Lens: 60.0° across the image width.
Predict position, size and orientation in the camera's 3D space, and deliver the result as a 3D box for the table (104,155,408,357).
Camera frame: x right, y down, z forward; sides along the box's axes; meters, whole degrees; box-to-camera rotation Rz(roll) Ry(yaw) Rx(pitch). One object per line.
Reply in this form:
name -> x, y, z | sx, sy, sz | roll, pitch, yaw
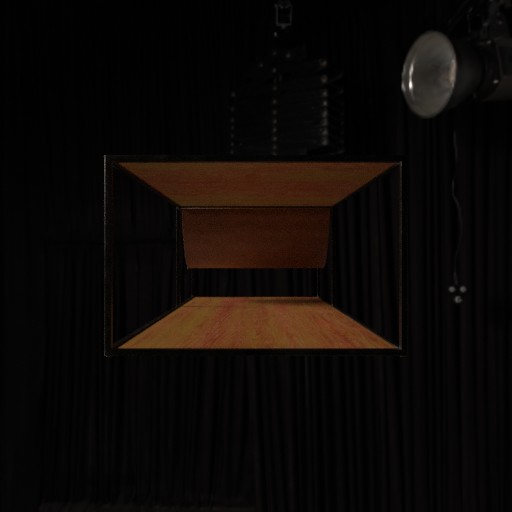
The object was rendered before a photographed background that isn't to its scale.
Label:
table -> 0.000, 0.000, 1.473 | 0.597, 0.403, 1.199 | 0, 0, 0
